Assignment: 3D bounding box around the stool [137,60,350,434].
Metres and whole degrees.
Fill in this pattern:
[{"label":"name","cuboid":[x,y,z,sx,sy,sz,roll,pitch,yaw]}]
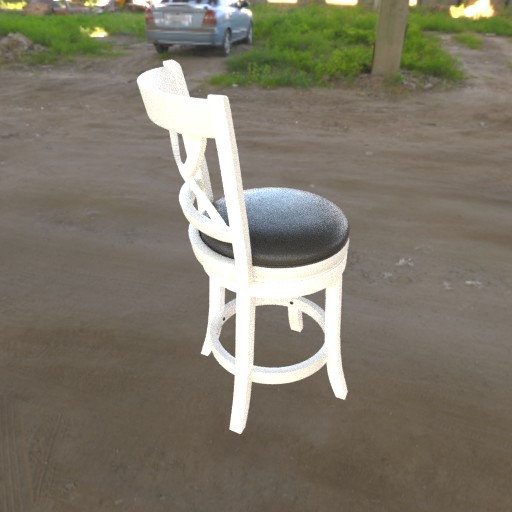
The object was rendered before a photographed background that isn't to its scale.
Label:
[{"label":"stool","cuboid":[0.000,0.000,1.218,0.508,0.953,0.444,-11,33,-18]}]
